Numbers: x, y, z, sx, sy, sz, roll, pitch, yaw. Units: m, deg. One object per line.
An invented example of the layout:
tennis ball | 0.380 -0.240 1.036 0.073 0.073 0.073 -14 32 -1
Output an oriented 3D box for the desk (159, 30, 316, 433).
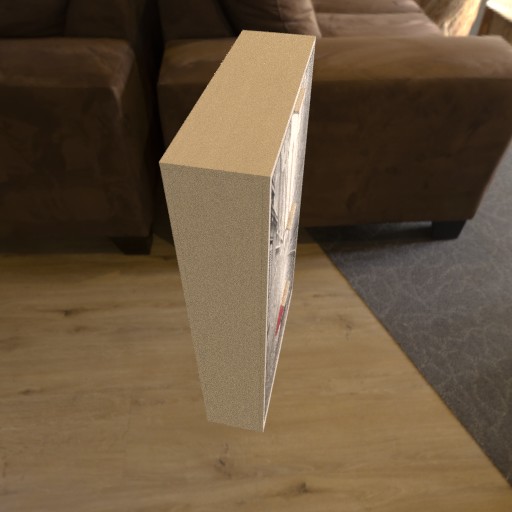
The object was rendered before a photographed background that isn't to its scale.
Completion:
desk | 0.000 0.000 1.617 0.250 1.280 0.750 9 47 8
